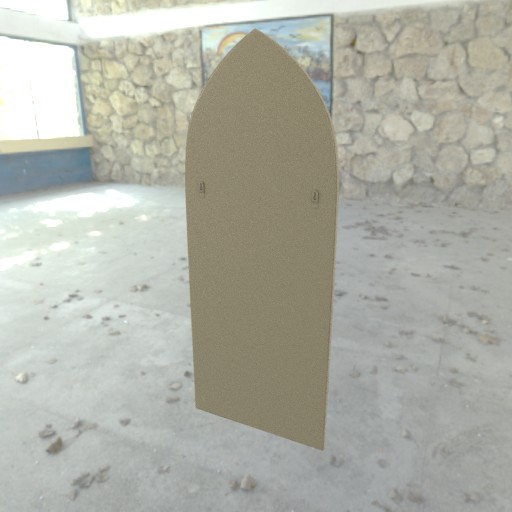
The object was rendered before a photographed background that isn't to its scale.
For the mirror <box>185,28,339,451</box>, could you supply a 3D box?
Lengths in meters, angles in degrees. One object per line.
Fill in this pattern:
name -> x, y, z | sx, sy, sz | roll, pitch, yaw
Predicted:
mirror -> 0.000, 0.000, 1.271 | 0.464, 1.175, 0.025 | 9, 20, 25
